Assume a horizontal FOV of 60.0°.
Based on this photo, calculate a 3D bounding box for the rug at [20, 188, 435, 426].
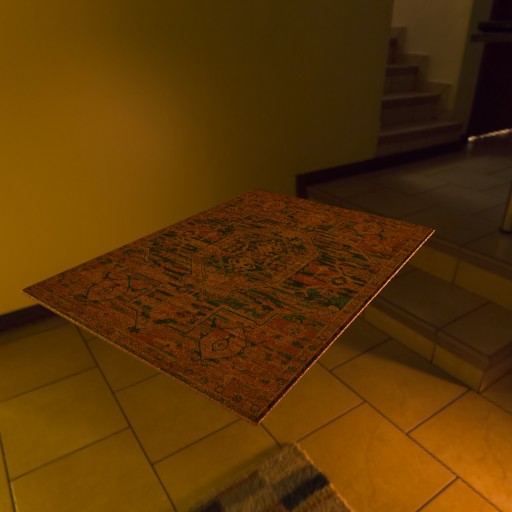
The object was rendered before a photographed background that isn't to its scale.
[{"bbox_3d":[0.000,0.000,2.797,1.588,0.024,2.204,18,32,32],"label":"rug"}]
